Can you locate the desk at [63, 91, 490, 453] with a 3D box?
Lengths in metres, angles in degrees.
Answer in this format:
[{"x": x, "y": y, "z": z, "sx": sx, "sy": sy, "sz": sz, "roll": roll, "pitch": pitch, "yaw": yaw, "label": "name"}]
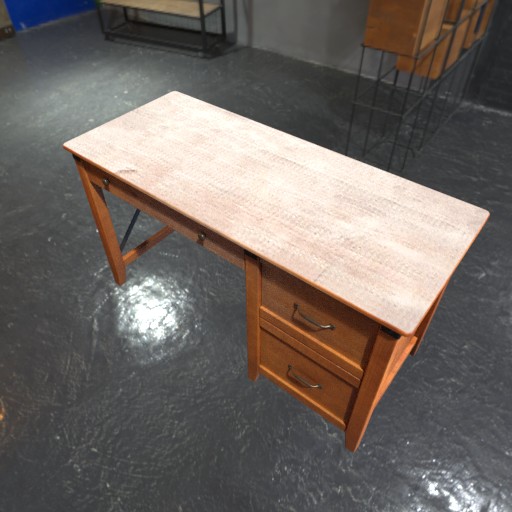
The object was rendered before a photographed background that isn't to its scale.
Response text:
[{"x": 0.000, "y": 0.000, "z": 1.735, "sx": 1.353, "sy": 0.756, "sz": 0.574, "roll": 29, "pitch": 52, "yaw": 26, "label": "desk"}]
